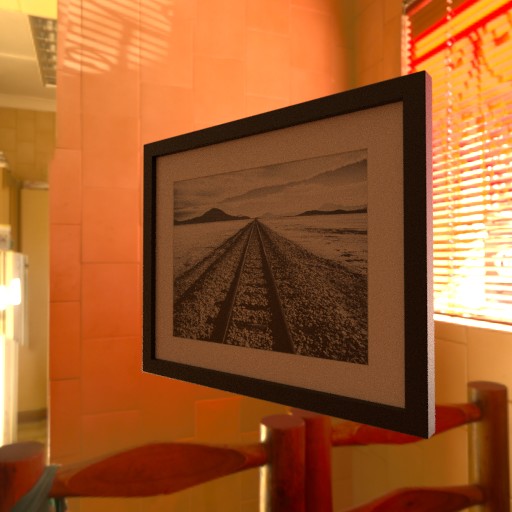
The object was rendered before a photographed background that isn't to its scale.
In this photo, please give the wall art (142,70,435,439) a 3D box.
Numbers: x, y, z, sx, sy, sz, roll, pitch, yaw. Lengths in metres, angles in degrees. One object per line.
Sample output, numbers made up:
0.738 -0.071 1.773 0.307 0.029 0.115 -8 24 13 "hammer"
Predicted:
0.000 0.000 0.731 0.559 0.458 0.029 -1 -1 38 "wall art"
